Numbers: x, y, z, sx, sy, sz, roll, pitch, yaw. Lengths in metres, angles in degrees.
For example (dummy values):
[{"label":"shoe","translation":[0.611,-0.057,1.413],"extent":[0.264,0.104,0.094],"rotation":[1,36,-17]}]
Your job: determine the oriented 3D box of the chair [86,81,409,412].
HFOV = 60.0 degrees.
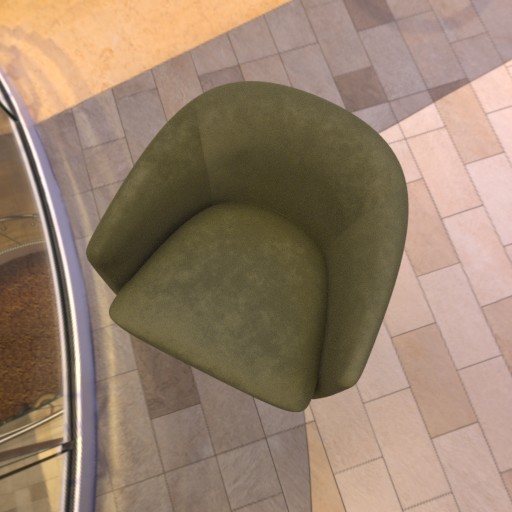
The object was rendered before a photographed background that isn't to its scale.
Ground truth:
[{"label":"chair","translation":[0.000,0.000,1.379],"extent":[0.773,0.698,0.767],"rotation":[25,77,6]}]
